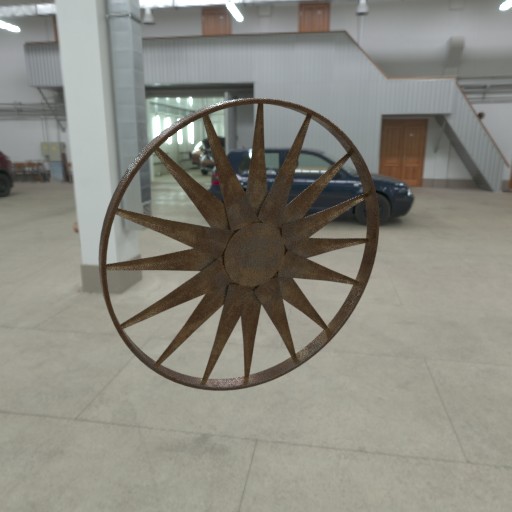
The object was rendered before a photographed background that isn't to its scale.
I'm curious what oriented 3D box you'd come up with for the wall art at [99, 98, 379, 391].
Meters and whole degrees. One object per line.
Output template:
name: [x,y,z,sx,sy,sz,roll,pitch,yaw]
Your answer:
wall art: [0.000,0.000,0.868,0.582,0.583,0.084,-7,16,-25]
